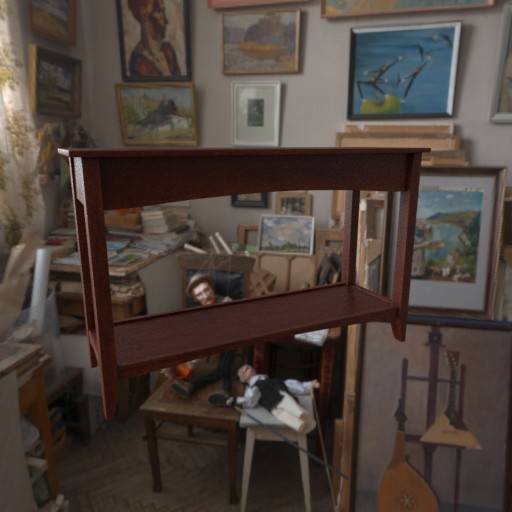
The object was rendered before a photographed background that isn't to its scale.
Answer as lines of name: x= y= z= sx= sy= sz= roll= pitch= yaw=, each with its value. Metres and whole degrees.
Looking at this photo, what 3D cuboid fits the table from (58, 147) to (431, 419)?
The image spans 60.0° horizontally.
table: x=0.000 y=0.000 z=1.563 sx=1.188 sy=0.739 sz=0.392 roll=-7 pitch=16 yaw=-26
